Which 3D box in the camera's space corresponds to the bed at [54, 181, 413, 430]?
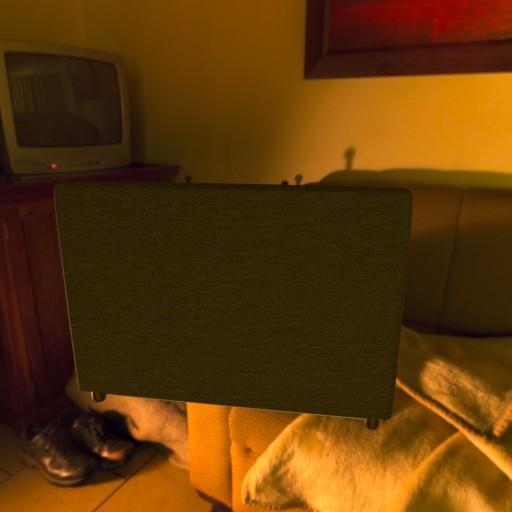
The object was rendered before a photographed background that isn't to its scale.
[{"bbox_3d":[0.000,0.000,3.339,1.884,1.330,2.142,3,16,9],"label":"bed"}]
